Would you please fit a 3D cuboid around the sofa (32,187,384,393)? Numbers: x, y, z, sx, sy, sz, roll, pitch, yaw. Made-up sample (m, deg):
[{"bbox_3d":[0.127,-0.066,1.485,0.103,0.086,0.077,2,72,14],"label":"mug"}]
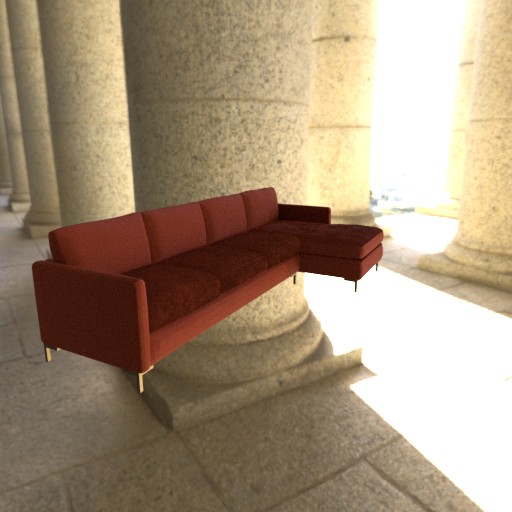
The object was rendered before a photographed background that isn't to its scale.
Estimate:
[{"bbox_3d":[0.000,0.000,3.460,1.350,0.810,2.932,8,16,27],"label":"sofa"}]
